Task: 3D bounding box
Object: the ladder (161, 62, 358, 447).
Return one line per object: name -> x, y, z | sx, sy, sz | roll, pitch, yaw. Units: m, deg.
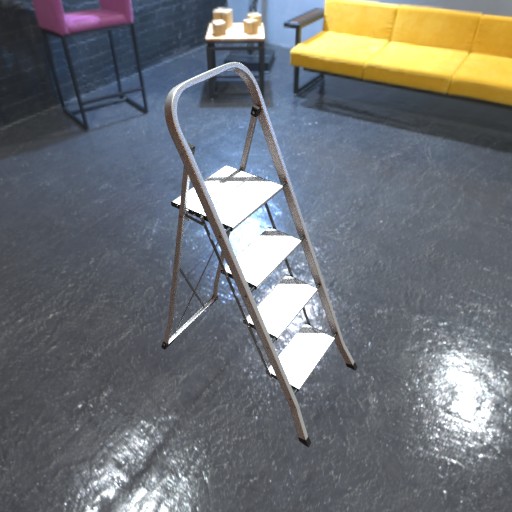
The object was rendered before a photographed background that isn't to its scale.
ladder -> 0.000, 0.000, 1.676 | 0.830, 1.290, 0.465 | 24, 46, 25
